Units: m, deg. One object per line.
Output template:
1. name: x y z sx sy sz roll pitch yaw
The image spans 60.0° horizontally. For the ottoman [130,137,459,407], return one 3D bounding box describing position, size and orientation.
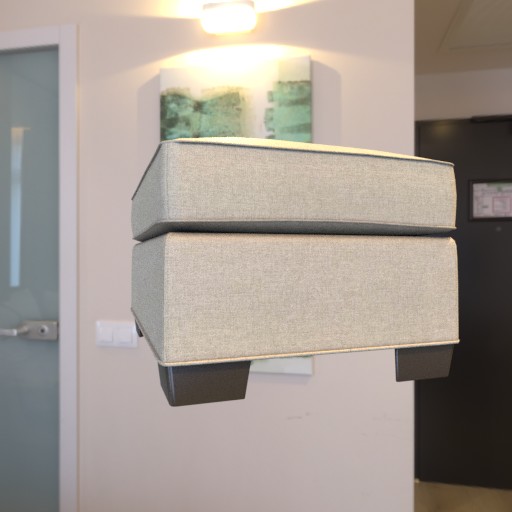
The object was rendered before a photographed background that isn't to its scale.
1. ottoman: 0.000 0.000 1.210 0.619 0.504 0.843 0 0 -19
